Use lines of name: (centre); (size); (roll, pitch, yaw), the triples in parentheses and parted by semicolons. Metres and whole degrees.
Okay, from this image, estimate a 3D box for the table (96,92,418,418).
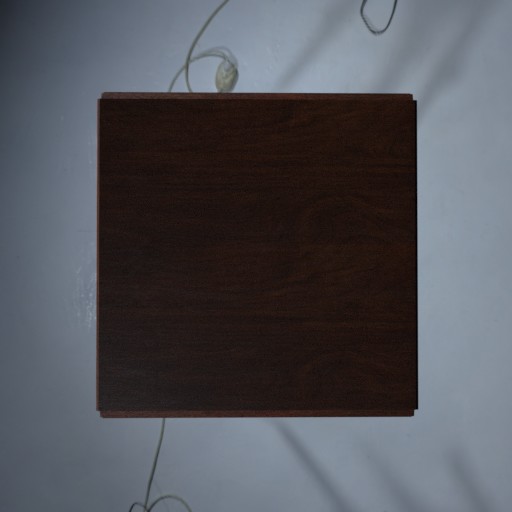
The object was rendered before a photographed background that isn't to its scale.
table: (0.000, 0.000, 1.497); (0.812, 0.763, 0.843); (0, 89, -1)
